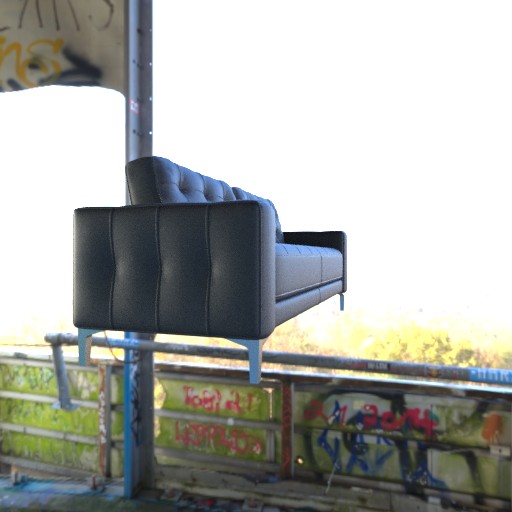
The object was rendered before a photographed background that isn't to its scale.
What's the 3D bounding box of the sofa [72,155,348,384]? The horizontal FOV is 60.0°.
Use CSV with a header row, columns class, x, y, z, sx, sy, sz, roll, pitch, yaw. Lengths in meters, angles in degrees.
class,x,y,z,sx,sy,sz,roll,pitch,yaw
sofa,0.000,0.000,2.714,0.833,0.893,2.275,0,0,19
